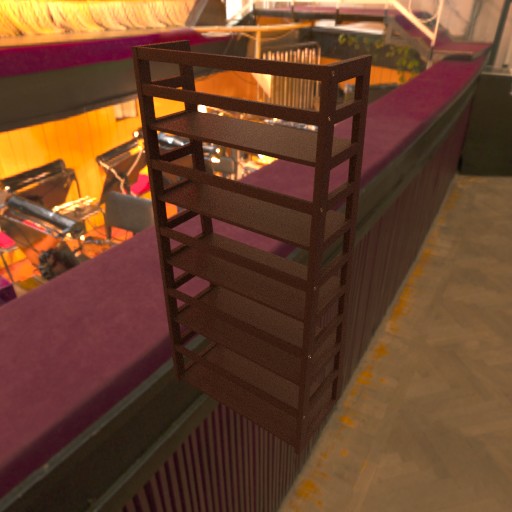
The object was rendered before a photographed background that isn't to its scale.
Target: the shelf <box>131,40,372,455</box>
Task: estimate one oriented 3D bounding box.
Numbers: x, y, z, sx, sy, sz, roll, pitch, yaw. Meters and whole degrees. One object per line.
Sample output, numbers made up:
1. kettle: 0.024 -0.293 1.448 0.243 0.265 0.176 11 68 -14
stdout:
1. shelf: 0.000 0.000 1.875 0.763 1.600 0.403 20 37 30
